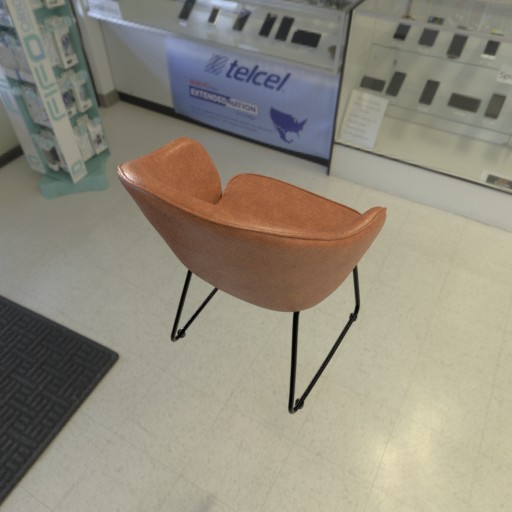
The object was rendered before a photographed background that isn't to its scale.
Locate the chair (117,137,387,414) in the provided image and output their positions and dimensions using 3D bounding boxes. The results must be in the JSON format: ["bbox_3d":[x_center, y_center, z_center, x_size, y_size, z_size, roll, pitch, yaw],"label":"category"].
[{"bbox_3d":[0.000,0.000,1.208,0.582,0.785,0.580,24,51,22],"label":"chair"}]
